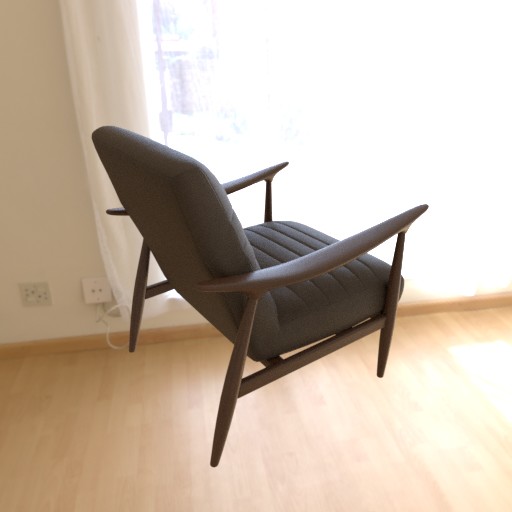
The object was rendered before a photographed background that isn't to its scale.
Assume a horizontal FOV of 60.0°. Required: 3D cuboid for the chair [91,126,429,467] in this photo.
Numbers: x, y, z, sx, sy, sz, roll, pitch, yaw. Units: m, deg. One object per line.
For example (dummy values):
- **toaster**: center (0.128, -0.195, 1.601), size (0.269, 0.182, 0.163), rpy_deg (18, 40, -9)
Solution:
- **chair**: center (0.000, 0.000, 1.447), size (0.798, 0.831, 0.741), rpy_deg (-17, 30, -31)
